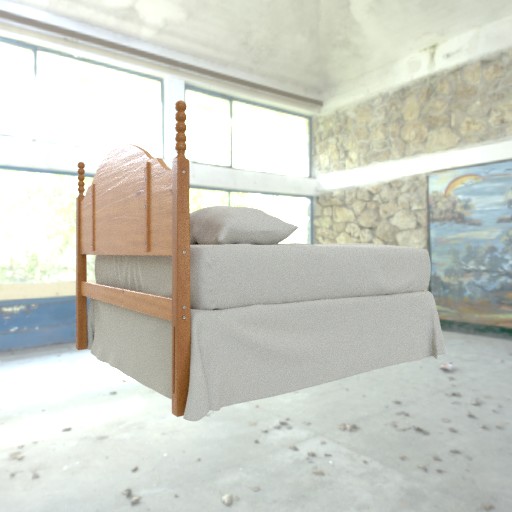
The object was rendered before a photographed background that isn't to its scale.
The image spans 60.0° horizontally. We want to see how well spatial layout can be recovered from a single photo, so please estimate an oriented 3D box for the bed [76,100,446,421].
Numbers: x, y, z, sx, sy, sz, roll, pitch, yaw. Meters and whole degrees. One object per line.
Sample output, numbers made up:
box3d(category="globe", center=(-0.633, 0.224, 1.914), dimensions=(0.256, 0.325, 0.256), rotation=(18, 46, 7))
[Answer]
box3d(category="bed", center=(0.000, 0.000, 3.141), dimensions=(2.040, 1.356, 1.873), rotation=(0, 1, -36))
